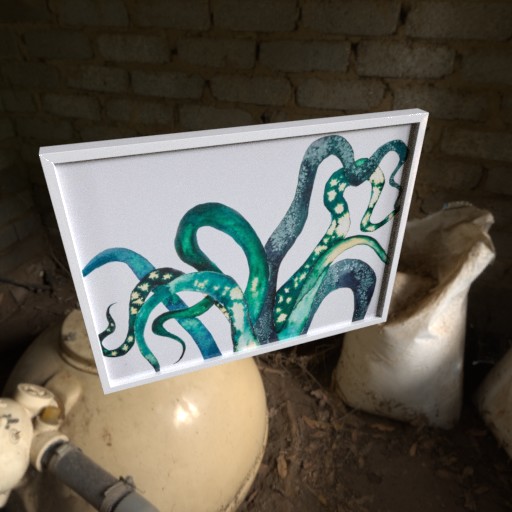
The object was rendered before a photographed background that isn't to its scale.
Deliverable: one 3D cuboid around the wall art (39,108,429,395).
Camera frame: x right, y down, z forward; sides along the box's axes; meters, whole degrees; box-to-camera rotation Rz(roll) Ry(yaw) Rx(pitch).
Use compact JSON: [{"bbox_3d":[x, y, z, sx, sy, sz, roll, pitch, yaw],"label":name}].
[{"bbox_3d":[0.000,0.000,1.362,1.041,0.787,0.053,-11,34,-17],"label":"wall art"}]
